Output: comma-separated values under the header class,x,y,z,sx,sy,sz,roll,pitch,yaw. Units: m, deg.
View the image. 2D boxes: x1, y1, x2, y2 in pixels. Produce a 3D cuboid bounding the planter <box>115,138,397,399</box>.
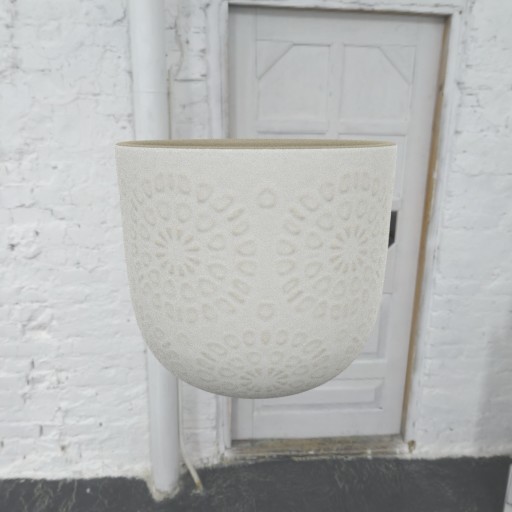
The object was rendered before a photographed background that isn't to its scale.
class,x,y,z,sx,sy,sz,roll,pitch,yaw
planter,0.000,0.000,0.218,0.124,0.109,0.124,0,16,0
